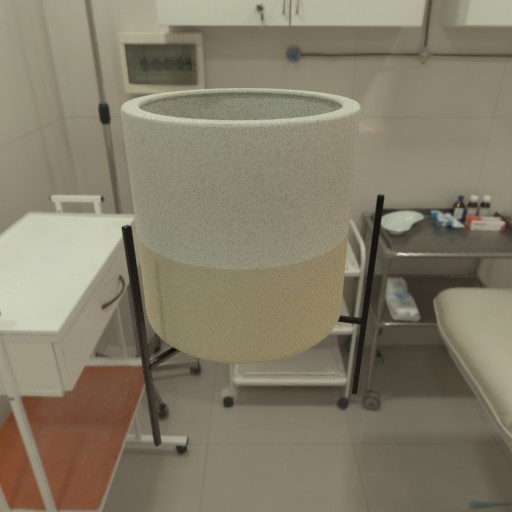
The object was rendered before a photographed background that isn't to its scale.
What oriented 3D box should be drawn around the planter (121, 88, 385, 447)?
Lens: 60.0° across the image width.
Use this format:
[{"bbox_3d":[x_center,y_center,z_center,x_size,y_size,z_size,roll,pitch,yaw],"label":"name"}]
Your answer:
[{"bbox_3d":[0.000,0.000,0.539,0.267,0.362,0.263,0,27,0],"label":"planter"}]
